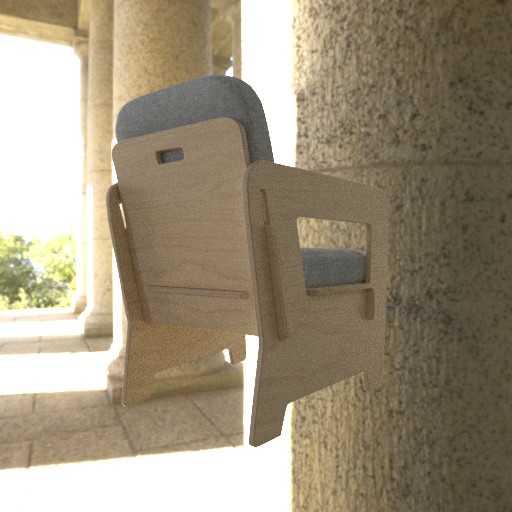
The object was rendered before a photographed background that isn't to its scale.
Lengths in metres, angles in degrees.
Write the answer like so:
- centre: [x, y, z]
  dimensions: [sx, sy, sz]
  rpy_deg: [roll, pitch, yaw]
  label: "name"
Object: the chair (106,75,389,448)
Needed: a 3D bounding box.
- centre: [0.000, 0.000, 1.298]
  dimensions: [0.590, 0.800, 0.710]
  rpy_deg: [0, 1, 36]
  label: "chair"
